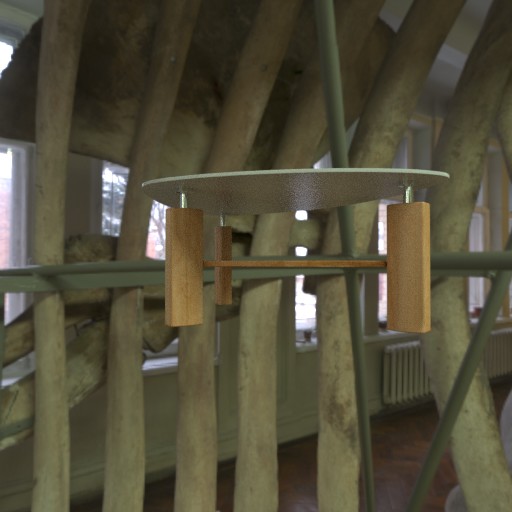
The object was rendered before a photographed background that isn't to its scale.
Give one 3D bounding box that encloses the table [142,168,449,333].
[{"bbox_3d":[0.000,0.000,1.599,0.850,0.440,1.250,1,-1,-35],"label":"table"}]
